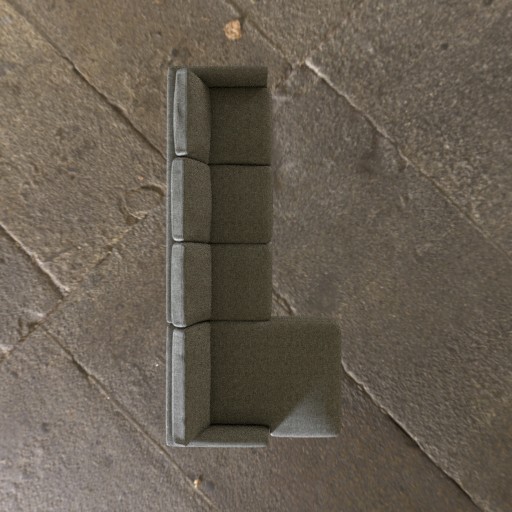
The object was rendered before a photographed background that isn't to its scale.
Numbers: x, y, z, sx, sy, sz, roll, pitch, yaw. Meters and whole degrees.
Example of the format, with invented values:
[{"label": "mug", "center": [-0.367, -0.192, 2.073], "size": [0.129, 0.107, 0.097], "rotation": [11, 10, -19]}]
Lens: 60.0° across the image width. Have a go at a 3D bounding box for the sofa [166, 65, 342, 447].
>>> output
[{"label": "sofa", "center": [0.000, 0.000, 4.255], "size": [1.635, 0.960, 3.485], "rotation": [0, 89, 1]}]
